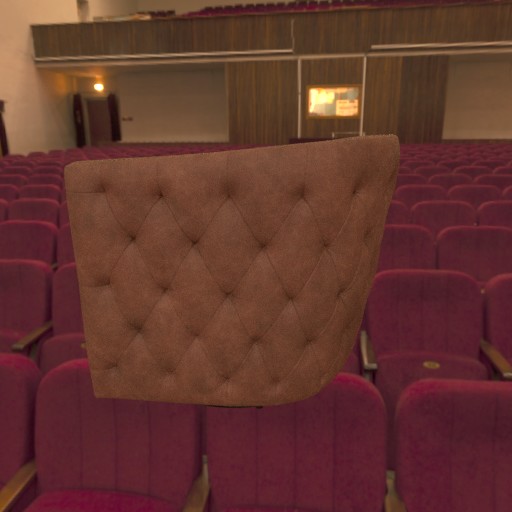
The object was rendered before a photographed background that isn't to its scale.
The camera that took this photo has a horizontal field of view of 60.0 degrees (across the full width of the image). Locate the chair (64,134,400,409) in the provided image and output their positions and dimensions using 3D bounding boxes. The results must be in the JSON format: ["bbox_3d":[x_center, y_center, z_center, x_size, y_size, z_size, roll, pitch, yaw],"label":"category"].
[{"bbox_3d":[0.000,0.000,1.503,0.870,0.790,0.850,2,14,8],"label":"chair"}]
